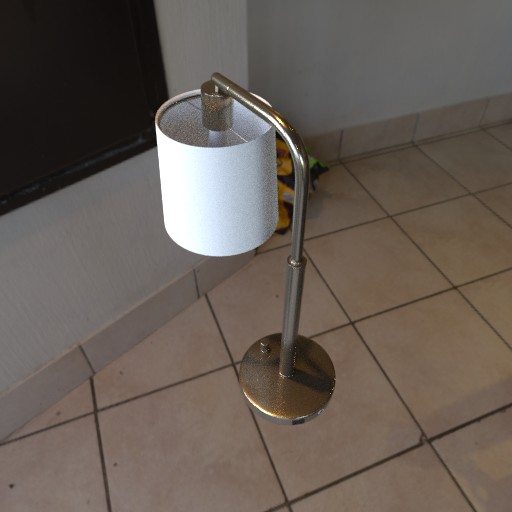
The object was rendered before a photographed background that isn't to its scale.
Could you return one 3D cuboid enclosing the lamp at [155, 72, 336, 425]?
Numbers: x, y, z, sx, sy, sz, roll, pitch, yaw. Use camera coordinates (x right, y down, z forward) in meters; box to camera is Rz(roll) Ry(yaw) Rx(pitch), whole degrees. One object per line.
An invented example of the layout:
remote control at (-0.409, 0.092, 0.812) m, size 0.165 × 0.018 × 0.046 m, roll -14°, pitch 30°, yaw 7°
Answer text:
lamp at (0.000, 0.000, 0.644) m, size 0.171 × 0.489 × 0.333 m, roll -31°, pitch 53°, yaw -27°
